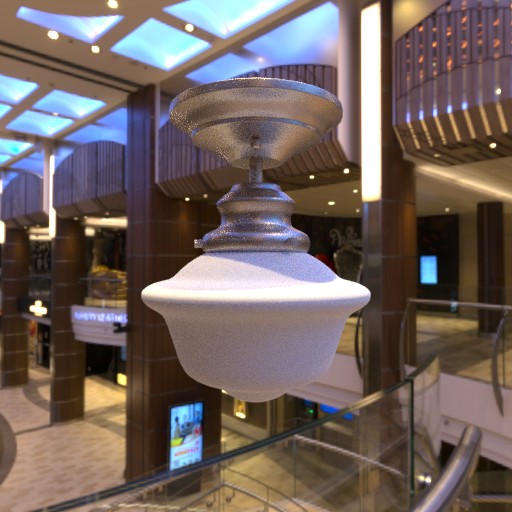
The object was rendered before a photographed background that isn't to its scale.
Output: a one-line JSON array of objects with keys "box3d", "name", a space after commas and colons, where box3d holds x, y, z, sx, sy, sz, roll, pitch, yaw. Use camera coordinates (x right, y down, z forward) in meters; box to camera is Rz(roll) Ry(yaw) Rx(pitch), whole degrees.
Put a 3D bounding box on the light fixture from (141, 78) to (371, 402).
[{"box3d": [0.000, 0.000, 0.393, 0.199, 0.254, 0.199, 0, -1, 0], "name": "light fixture"}]
